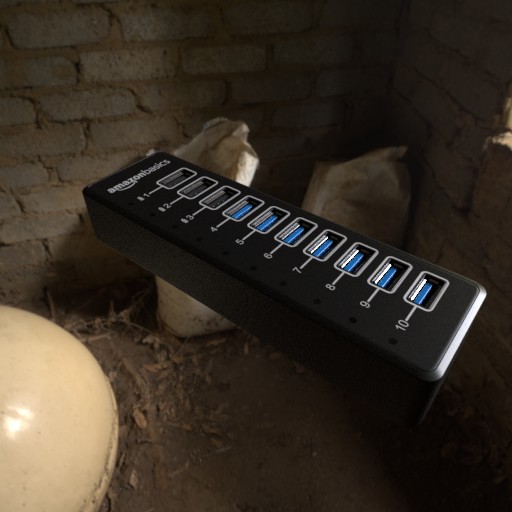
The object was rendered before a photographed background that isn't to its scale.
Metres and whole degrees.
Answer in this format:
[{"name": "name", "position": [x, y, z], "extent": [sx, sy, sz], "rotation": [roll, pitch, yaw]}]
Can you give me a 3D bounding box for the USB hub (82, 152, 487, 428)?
[{"name": "USB hub", "position": [0.000, 0.000, 0.161], "extent": [0.145, 0.023, 0.044], "rotation": [27, 47, 28]}]
